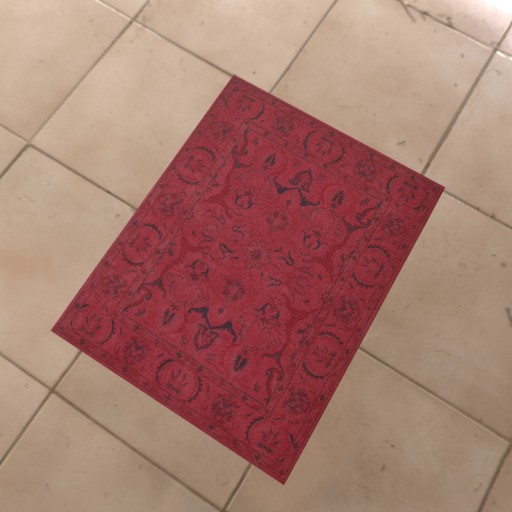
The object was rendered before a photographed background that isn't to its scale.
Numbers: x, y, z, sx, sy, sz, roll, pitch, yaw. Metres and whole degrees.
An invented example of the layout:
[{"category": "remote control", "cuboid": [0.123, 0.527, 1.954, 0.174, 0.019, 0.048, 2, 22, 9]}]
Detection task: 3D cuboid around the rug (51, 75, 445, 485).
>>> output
[{"category": "rug", "cuboid": [0.000, 0.000, 3.917, 2.300, 0.012, 2.929, 31, 78, 7]}]
